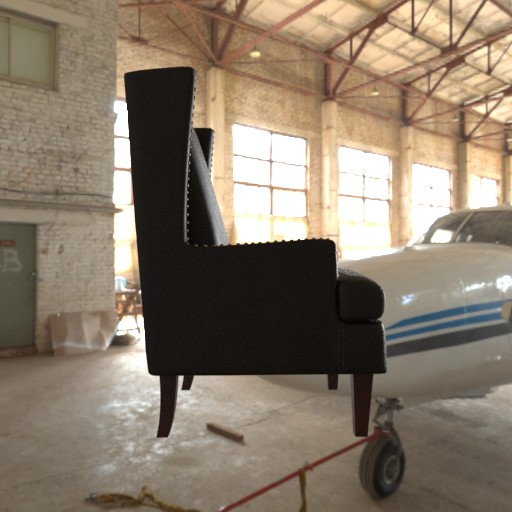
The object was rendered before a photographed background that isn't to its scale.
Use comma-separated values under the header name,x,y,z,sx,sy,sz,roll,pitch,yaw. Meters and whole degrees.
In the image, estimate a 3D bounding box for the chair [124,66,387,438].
name,x,y,z,sx,sy,sz,roll,pitch,yaw
chair,0.000,0.000,1.656,0.799,1.142,0.703,0,0,-1
